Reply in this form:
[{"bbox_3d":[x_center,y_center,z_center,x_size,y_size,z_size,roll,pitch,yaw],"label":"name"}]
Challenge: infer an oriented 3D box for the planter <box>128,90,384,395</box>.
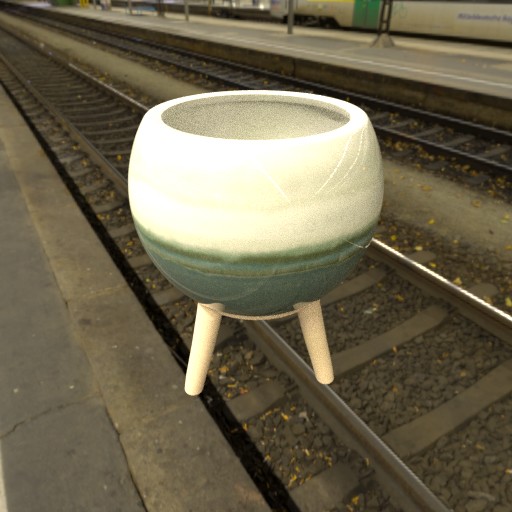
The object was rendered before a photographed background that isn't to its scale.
[{"bbox_3d":[0.000,0.000,0.436,0.222,0.278,0.222,0,31,0],"label":"planter"}]
